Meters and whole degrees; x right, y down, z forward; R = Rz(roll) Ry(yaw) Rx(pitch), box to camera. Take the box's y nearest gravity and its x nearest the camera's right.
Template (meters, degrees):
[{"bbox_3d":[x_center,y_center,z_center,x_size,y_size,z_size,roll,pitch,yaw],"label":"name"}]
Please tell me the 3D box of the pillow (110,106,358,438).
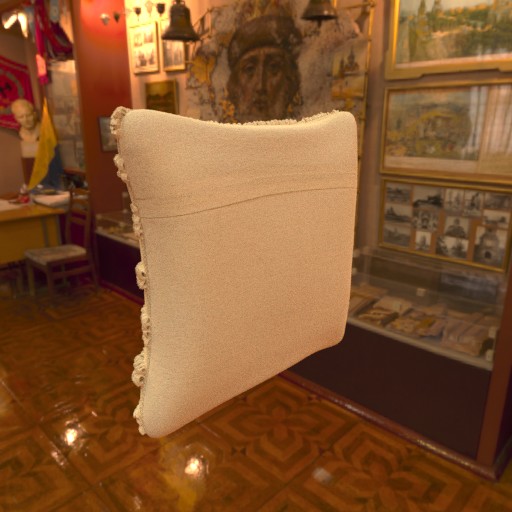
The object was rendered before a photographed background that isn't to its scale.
[{"bbox_3d":[0.000,0.000,0.668,0.437,0.427,0.145,-15,23,-41],"label":"pillow"}]
